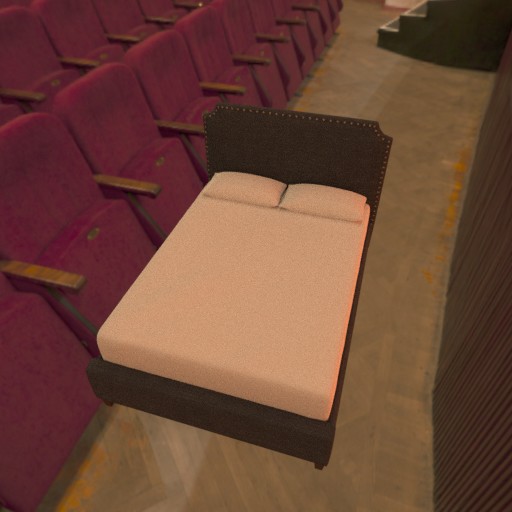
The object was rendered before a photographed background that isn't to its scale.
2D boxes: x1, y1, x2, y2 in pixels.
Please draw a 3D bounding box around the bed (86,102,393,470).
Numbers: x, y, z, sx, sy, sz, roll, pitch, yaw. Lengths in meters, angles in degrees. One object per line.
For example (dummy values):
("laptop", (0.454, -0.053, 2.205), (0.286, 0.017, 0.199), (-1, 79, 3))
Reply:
("bed", (0.000, 0.000, 3.474), (1.713, 1.443, 2.372), (11, 42, 13))
